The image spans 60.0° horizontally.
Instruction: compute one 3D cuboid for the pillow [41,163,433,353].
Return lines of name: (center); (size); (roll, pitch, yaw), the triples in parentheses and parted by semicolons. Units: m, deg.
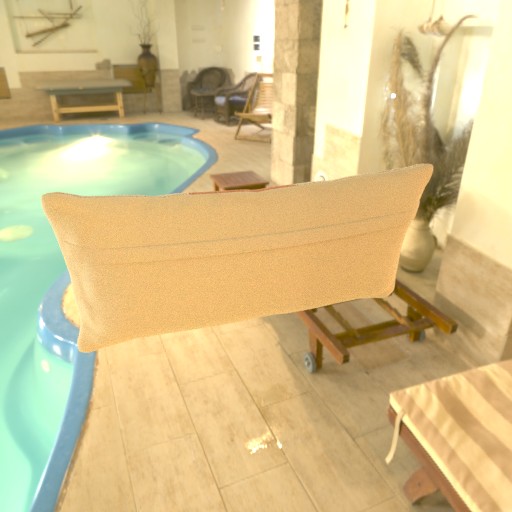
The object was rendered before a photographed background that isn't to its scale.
pillow: (0.000, 0.000, 0.744); (0.609, 0.292, 0.155); (-8, 27, -16)
